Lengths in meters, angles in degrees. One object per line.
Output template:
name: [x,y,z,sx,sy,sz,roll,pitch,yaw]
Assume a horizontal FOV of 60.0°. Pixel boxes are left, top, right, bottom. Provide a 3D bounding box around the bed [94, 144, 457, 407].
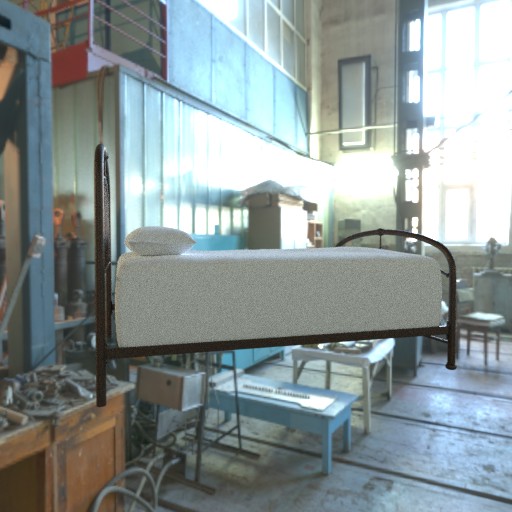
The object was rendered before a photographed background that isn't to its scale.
bed: [0.000,0.000,3.292,2.180,1.425,1.711,-1,2,-17]
